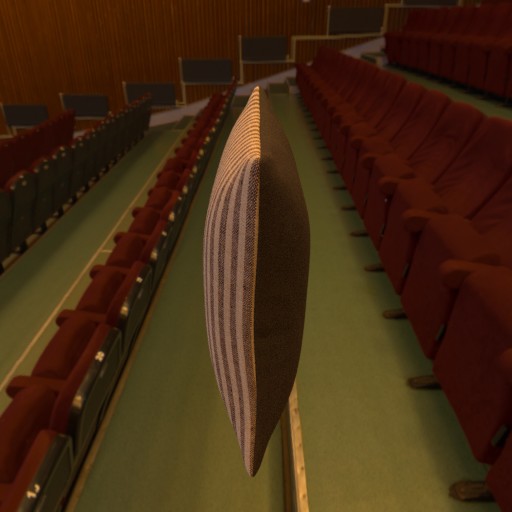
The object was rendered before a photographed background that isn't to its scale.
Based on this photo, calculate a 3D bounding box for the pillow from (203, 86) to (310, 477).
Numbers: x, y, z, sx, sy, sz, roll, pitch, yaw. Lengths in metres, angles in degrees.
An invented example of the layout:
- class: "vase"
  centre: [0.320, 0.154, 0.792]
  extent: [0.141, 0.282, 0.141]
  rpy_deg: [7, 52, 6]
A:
- class: "pillow"
  centre: [0.000, 0.000, 0.790]
  extent: [0.166, 0.506, 0.523]
  rpy_deg: [0, 29, 0]
